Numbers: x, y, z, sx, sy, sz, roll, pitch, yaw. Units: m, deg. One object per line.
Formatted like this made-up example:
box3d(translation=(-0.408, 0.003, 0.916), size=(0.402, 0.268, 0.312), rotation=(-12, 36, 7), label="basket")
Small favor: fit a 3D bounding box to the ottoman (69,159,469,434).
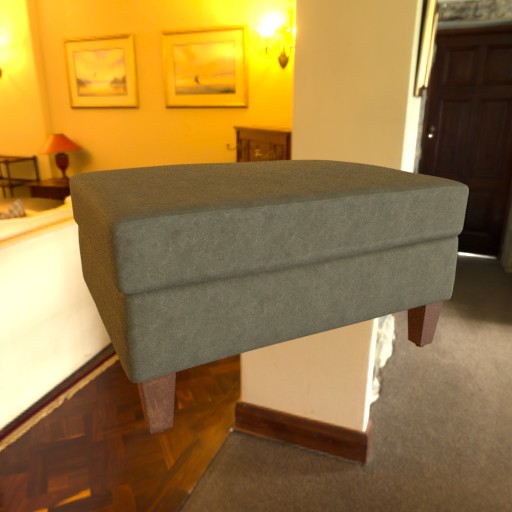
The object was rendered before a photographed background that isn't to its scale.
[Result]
box3d(translation=(0.000, 0.000, 1.189), size=(0.839, 0.464, 0.639), rotation=(-9, 20, -26), label="ottoman")
